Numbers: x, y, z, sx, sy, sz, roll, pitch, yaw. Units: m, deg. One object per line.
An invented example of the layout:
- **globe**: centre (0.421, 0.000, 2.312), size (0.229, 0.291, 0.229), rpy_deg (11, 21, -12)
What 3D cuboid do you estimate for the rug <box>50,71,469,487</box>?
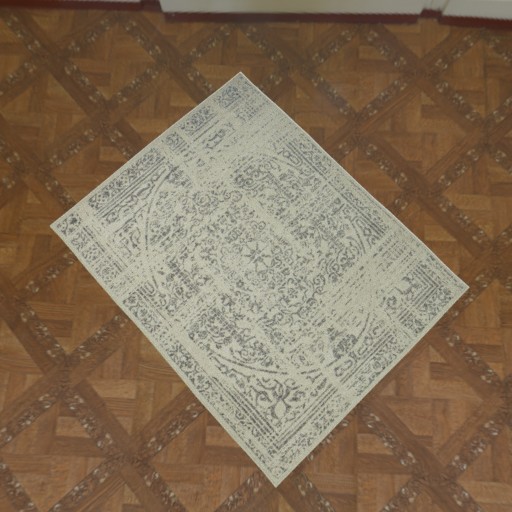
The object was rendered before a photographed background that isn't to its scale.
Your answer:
- **rug**: centre (0.000, 0.000, 3.864), size (2.311, 0.032, 2.921), rpy_deg (-42, 80, -9)
